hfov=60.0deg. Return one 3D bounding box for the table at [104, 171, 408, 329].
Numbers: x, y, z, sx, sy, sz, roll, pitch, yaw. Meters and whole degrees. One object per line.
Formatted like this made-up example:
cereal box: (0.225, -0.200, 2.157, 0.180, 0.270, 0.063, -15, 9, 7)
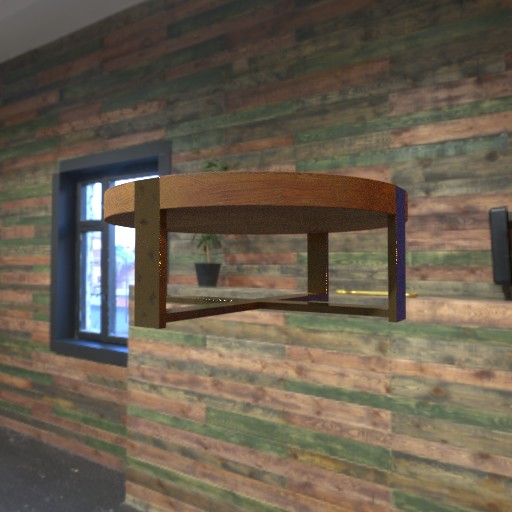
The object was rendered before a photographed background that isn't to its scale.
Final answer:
table: (0.000, 0.000, 1.700, 1.100, 0.420, 1.100, 0, -1, 0)
